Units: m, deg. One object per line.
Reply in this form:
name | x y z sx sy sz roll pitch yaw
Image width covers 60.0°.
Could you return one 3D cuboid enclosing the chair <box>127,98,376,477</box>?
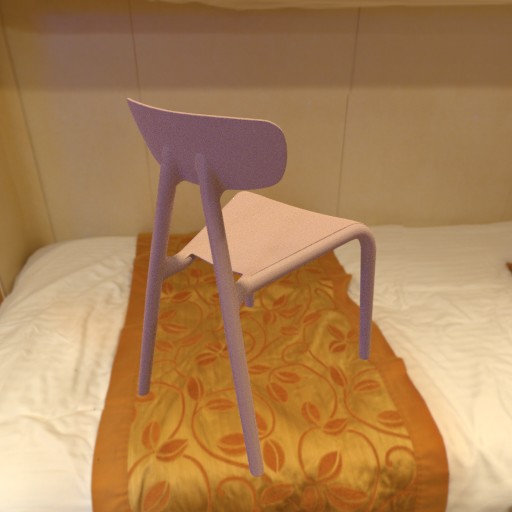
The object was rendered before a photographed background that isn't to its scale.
chair | 0.000 0.000 0.829 0.356 0.580 0.401 20 35 32
